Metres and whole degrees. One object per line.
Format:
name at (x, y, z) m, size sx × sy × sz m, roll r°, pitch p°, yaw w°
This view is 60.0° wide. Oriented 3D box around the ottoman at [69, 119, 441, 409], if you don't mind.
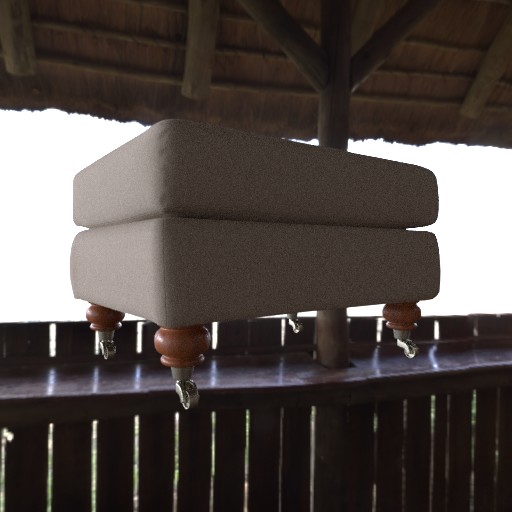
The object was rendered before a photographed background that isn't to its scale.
ottoman at (0.000, 0.000, 1.107) m, size 0.773 × 0.497 × 0.574 m, roll 0°, pitch 0°, yaw -36°
